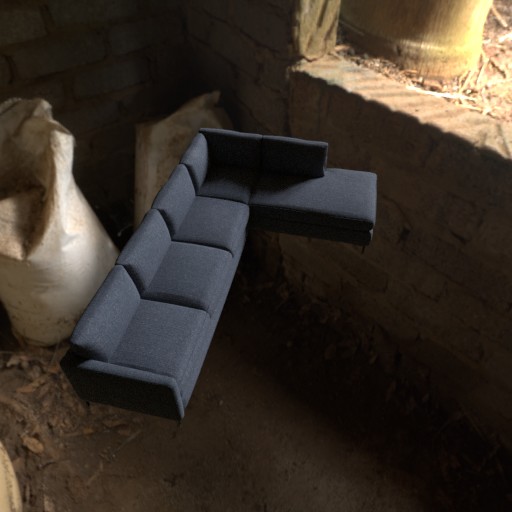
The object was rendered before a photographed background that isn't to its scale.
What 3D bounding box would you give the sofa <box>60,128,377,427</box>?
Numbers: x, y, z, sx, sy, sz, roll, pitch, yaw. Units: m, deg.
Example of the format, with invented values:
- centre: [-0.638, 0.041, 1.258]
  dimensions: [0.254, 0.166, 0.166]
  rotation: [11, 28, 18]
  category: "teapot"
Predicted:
- centre: [0.000, 0.000, 3.870]
  dimensions: [2.007, 0.815, 2.949]
  rotation: [9, 46, 9]
  category: "sofa"
